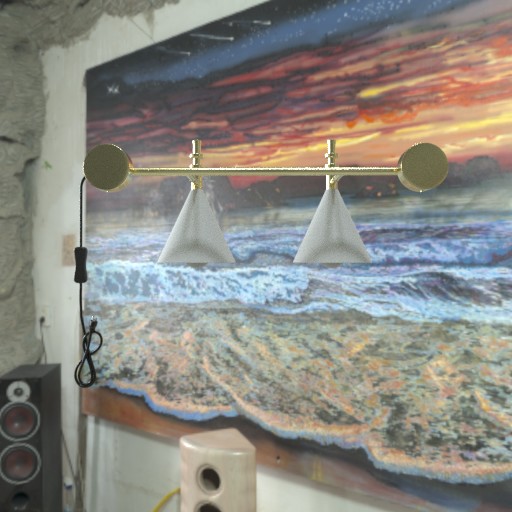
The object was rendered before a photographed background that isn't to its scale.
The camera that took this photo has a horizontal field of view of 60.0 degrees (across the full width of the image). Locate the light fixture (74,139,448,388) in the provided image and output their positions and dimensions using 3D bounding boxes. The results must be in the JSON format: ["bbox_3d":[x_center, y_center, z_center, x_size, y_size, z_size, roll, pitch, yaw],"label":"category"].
[{"bbox_3d":[0.000,0.000,0.855,0.642,0.468,0.239,0,-1,1],"label":"light fixture"}]
